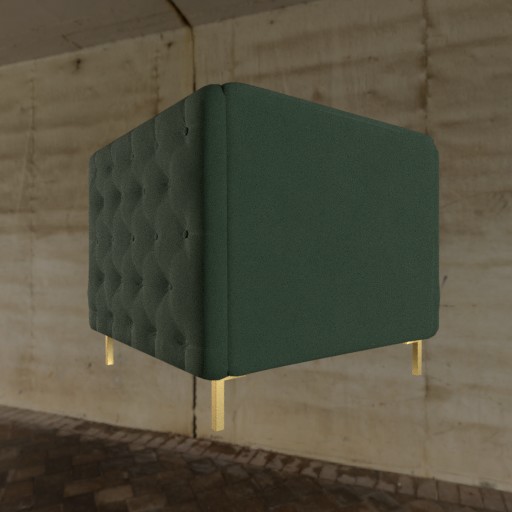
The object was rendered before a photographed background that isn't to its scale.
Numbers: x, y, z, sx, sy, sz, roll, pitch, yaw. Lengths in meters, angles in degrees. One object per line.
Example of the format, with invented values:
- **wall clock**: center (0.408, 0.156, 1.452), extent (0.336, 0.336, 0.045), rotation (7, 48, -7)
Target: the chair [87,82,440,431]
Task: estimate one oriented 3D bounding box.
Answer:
- **chair**: center (0.000, 0.000, 1.505), extent (0.917, 0.768, 0.855), rotation (0, 0, -37)
